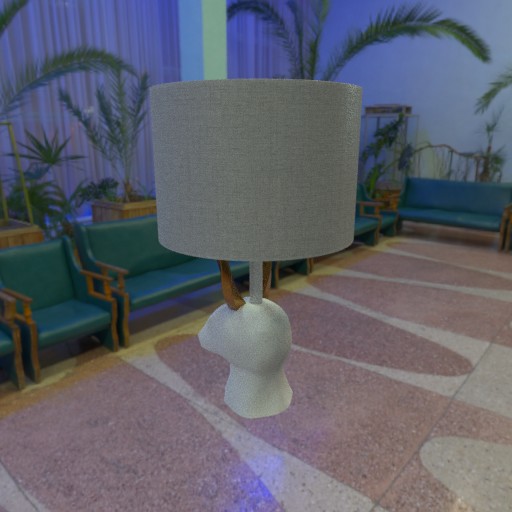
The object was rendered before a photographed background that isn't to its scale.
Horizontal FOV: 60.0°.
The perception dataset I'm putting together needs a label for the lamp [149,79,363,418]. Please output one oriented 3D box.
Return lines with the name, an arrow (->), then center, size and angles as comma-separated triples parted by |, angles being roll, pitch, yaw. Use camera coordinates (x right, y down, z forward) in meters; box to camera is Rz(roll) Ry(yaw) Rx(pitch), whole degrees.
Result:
lamp -> 0.000, 0.000, 0.702 | 0.298, 0.503, 0.298 | 14, 21, 42
